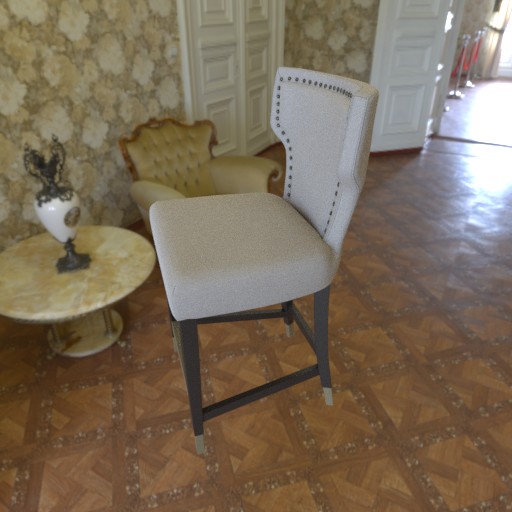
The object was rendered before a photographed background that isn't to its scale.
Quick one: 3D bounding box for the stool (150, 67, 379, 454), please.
[{"bbox_3d":[0.000,0.000,1.315,0.563,0.982,0.527,-9,30,-15],"label":"stool"}]
